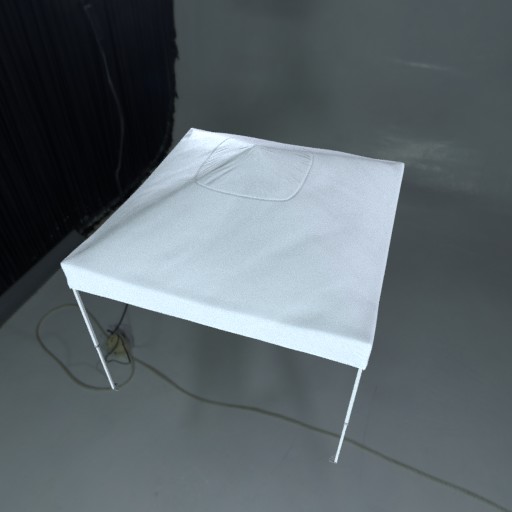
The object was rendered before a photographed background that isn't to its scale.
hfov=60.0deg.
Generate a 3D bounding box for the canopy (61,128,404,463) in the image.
[{"bbox_3d":[0.000,0.000,5.441,2.996,2.997,2.998,13,44,14],"label":"canopy"}]
